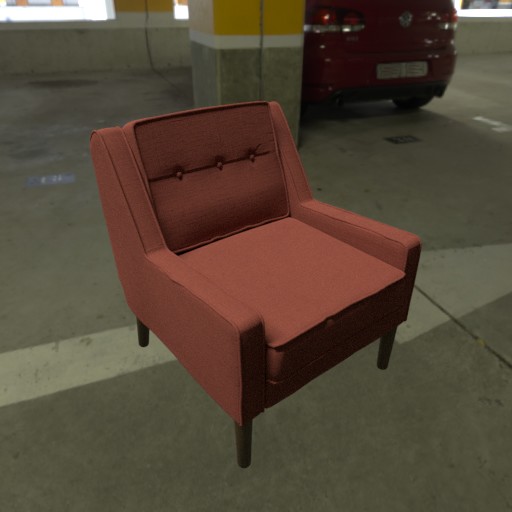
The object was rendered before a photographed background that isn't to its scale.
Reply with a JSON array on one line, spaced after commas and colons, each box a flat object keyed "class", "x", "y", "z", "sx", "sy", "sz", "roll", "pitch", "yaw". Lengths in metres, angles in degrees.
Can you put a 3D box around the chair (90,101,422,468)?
[{"class": "chair", "x": 0.000, "y": 0.000, "z": 1.381, "sx": 0.680, "sy": 0.812, "sz": 0.770, "roll": -21, "pitch": 36, "yaw": -32}]
